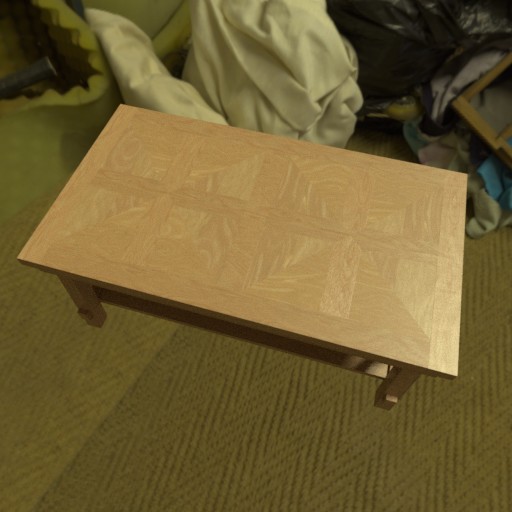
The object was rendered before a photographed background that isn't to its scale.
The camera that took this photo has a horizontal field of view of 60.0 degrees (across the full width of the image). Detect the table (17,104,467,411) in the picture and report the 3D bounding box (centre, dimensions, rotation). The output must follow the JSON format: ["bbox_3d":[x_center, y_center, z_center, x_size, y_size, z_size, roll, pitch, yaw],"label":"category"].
[{"bbox_3d":[0.000,0.000,1.613,1.270,0.507,0.711,14,59,8],"label":"table"}]
